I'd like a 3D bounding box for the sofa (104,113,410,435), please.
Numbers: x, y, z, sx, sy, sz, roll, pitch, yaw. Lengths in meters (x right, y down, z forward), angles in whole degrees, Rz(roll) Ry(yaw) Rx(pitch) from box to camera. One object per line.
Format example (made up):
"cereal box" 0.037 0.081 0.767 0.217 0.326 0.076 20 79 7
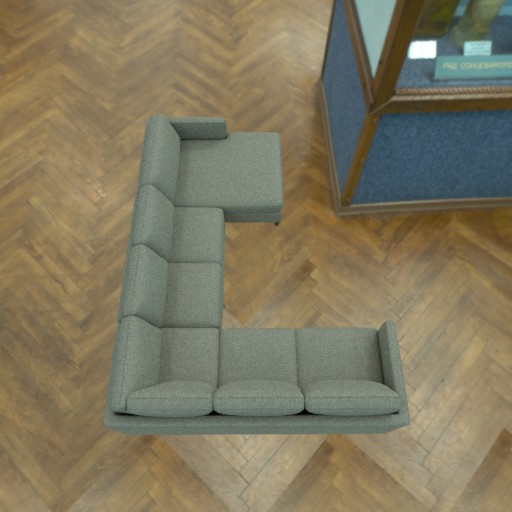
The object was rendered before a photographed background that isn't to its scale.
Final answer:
"sofa" 0.000 0.000 4.590 2.551 0.889 3.403 0 63 0
